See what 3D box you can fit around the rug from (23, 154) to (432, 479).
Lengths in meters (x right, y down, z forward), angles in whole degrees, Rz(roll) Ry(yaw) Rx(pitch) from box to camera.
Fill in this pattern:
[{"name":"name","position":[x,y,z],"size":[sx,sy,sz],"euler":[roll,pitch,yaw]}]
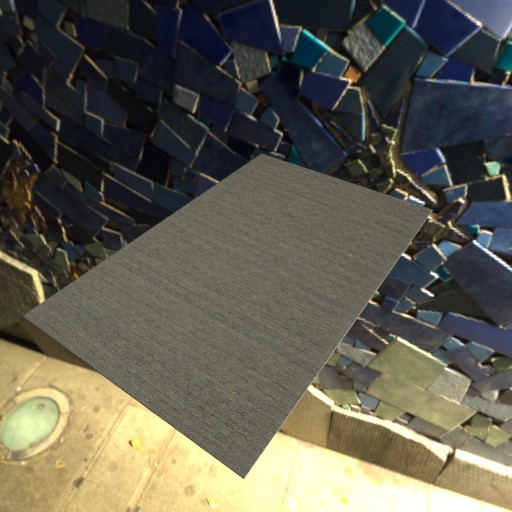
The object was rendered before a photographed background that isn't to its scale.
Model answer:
[{"name":"rug","position":[0.000,0.000,2.139],"size":[1.142,0.006,1.752],"euler":[24,46,26]}]
